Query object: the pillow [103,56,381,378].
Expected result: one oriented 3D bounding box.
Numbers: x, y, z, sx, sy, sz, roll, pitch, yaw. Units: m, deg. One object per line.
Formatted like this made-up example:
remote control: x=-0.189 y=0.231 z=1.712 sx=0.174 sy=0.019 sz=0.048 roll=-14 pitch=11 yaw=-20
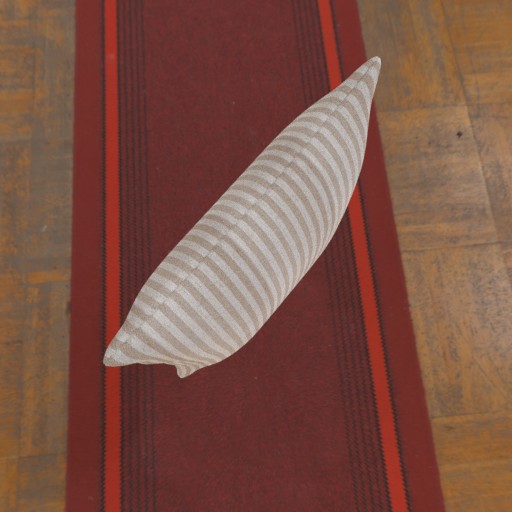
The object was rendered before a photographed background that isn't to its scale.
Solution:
pillow: x=0.000 y=0.000 z=0.777 sx=0.166 sy=0.510 sz=0.523 roll=39 pitch=78 yaw=10
